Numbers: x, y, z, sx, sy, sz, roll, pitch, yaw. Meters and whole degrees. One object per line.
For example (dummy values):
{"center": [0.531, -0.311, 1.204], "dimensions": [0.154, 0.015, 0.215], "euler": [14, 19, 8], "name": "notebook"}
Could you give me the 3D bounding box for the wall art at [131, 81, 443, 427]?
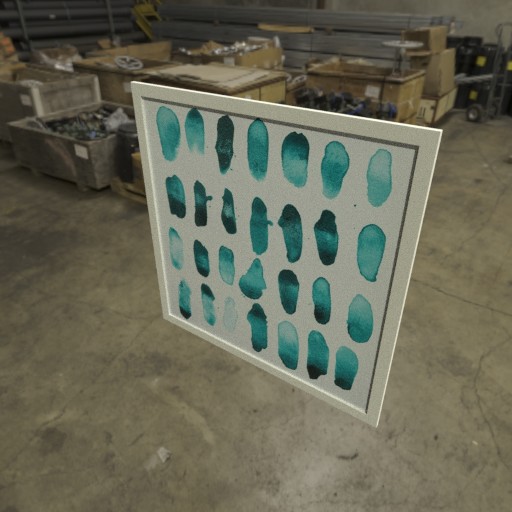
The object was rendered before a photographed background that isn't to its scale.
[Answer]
{"center": [0.000, 0.000, 1.204], "dimensions": [0.812, 0.813, 0.013], "euler": [20, 37, 29], "name": "wall art"}
